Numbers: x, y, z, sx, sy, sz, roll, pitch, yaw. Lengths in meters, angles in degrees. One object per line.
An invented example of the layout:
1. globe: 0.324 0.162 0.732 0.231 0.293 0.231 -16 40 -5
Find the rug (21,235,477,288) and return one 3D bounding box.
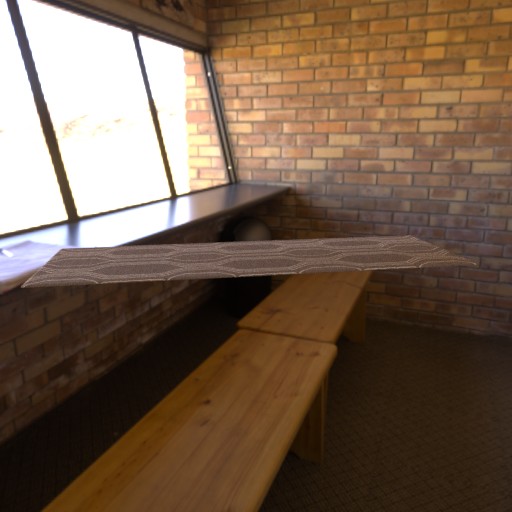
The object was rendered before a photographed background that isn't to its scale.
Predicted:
1. rug: 0.000 0.000 2.732 2.464 0.012 0.773 -2 15 -9
